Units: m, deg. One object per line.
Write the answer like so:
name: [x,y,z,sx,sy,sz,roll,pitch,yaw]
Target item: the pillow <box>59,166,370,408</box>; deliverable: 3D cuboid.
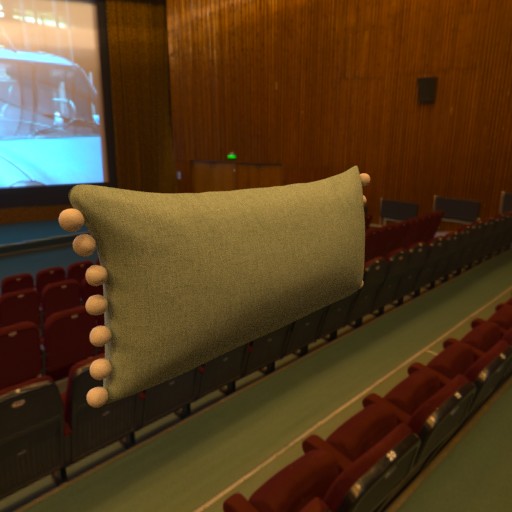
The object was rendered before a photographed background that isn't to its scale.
pillow: [0.000,0.000,0.826,0.201,0.322,0.709,16,22,43]
